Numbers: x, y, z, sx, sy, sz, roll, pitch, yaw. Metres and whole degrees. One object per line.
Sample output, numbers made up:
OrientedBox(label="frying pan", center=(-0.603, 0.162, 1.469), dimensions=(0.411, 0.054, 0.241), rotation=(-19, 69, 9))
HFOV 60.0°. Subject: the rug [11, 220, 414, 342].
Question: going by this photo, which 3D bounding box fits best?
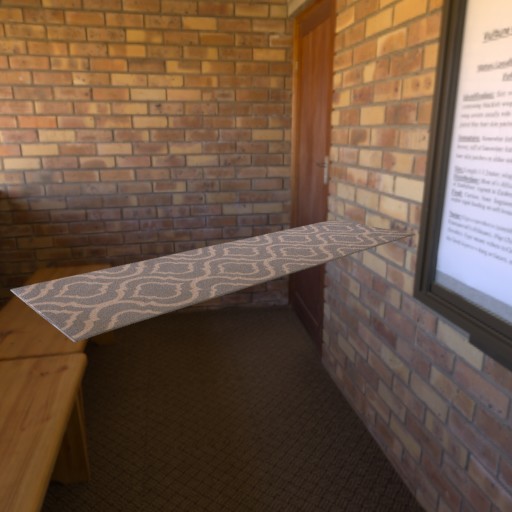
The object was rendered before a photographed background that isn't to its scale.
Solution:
OrientedBox(label="rug", center=(0.000, 0.000, 2.426), dimensions=(2.275, 0.009, 0.684), rotation=(-14, 21, -42))
